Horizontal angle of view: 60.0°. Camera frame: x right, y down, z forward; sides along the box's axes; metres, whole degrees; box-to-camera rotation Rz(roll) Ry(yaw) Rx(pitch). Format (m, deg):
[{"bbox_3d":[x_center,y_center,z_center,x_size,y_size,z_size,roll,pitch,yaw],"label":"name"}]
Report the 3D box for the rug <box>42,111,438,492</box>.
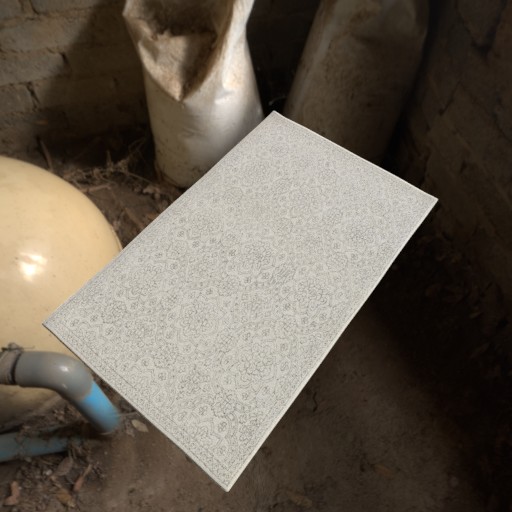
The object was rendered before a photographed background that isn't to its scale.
[{"bbox_3d":[0.000,0.000,2.410,1.214,0.023,1.947,34,65,18],"label":"rug"}]
